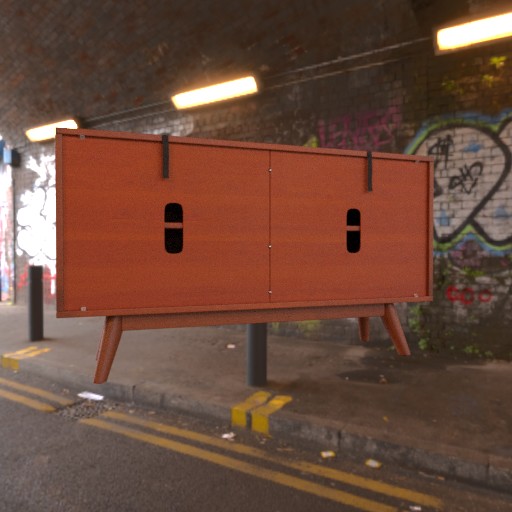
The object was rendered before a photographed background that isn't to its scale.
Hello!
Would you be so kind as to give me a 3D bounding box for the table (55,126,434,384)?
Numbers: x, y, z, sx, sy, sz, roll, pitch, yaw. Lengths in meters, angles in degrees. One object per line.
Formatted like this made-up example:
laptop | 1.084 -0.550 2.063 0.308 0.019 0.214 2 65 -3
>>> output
table | 0.000 0.000 1.510 1.220 0.698 0.308 0 1 -18
